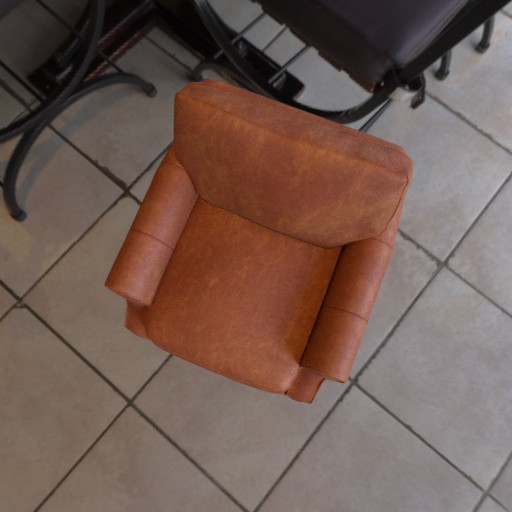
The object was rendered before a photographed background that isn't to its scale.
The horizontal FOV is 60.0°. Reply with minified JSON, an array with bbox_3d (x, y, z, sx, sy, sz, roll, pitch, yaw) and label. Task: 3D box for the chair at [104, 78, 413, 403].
[{"bbox_3d":[0.000,0.000,1.797,0.983,0.962,0.986,21,77,5],"label":"chair"}]
